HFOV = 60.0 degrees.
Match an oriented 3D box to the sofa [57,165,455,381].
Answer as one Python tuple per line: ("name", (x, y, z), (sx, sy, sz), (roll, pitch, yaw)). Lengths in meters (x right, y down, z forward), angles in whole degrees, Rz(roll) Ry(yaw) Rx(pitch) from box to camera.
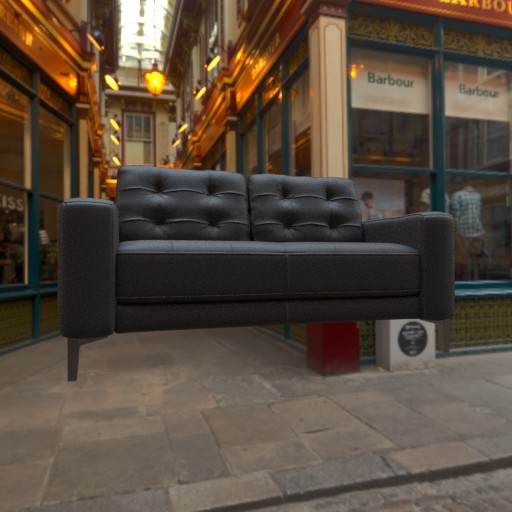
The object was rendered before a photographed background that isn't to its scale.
("sofa", (0.000, 0.000, 2.184), (1.726, 0.893, 0.833), (0, 0, -18))
